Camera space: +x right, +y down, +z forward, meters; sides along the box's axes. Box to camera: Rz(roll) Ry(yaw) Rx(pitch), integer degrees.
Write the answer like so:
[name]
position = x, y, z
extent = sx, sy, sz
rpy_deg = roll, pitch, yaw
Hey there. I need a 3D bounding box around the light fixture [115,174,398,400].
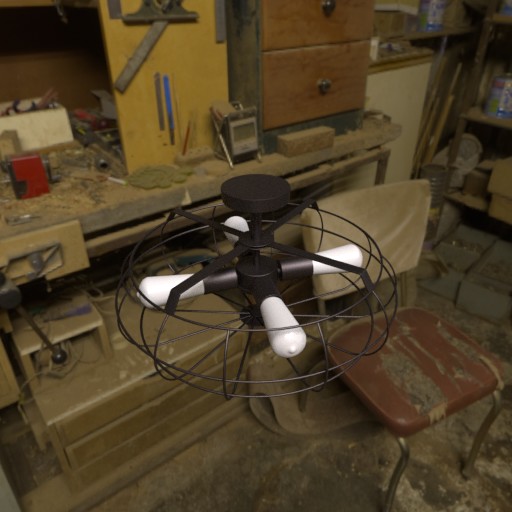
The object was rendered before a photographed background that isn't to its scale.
[light fixture]
position = 0.000, 0.000, 0.915
extent = 0.582, 0.311, 0.582
rpy_deg = 0, 32, 0
